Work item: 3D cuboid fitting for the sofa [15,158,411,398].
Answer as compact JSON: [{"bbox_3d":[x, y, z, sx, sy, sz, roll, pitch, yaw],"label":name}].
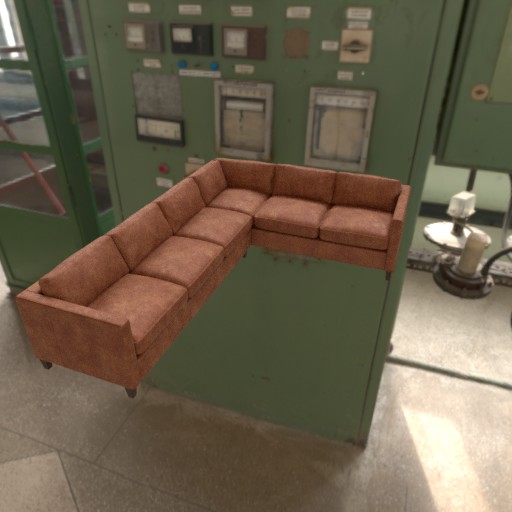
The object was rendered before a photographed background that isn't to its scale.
[{"bbox_3d":[0.000,0.000,4.117,2.438,0.838,3.167,11,33,18],"label":"sofa"}]
